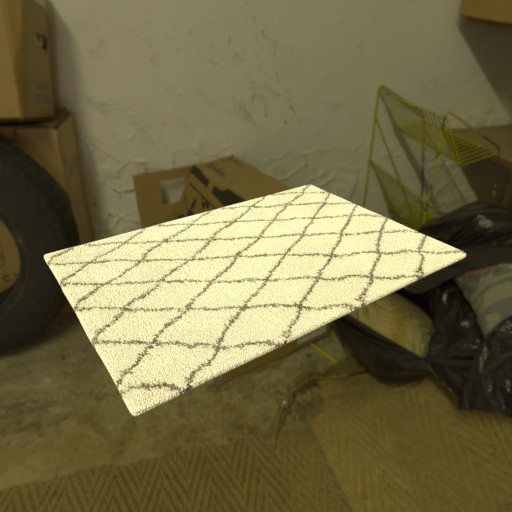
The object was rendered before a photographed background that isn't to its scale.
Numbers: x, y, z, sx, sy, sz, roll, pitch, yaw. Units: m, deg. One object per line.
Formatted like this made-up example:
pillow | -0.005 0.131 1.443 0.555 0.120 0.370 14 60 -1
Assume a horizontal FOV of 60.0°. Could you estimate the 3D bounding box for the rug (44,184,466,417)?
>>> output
rug | 0.000 0.000 2.252 1.778 0.030 1.219 -19 35 -30
